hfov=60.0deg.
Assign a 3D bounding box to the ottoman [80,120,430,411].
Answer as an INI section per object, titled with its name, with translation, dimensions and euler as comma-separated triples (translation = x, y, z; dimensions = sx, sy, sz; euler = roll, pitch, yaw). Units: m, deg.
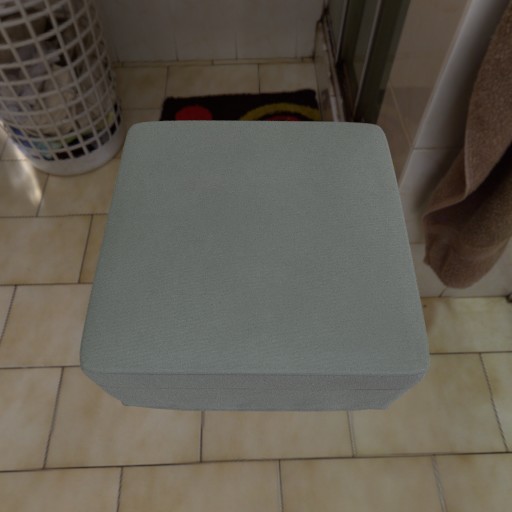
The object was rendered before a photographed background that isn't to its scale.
[ottoman]
translation = 0.000, 0.000, 1.368
dimensions = 0.843, 0.441, 0.842
euler = 0, 59, 0
